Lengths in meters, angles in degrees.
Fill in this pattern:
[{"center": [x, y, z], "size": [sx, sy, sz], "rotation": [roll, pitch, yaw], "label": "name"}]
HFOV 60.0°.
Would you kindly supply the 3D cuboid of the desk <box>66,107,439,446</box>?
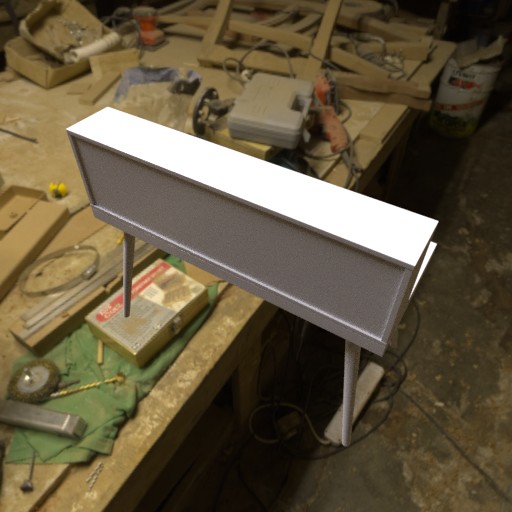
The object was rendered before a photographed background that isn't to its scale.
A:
[{"center": [0.000, 0.000, 1.761], "size": [1.199, 0.990, 0.559], "rotation": [24, 50, 22], "label": "desk"}]
